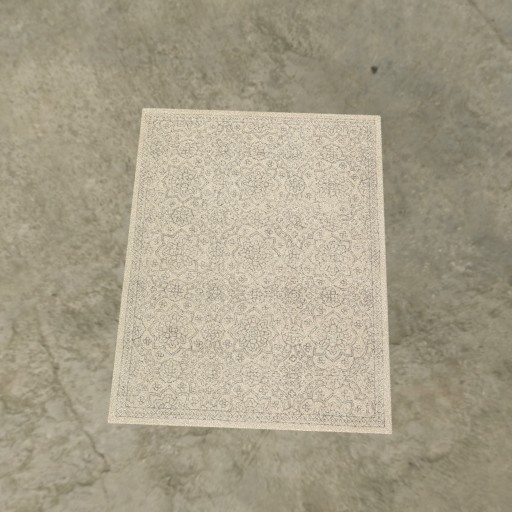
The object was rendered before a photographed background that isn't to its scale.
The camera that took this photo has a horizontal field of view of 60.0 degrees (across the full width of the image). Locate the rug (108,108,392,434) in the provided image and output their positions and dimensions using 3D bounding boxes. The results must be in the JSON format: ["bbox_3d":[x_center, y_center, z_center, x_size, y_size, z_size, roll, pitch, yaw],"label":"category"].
[{"bbox_3d":[0.000,0.000,4.174,2.441,0.015,3.050,2,76,1],"label":"rug"}]
